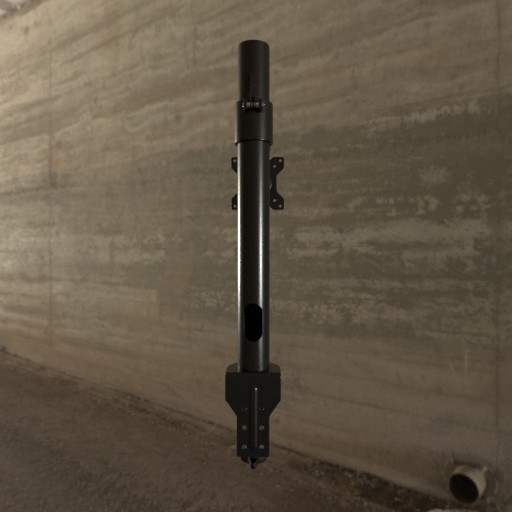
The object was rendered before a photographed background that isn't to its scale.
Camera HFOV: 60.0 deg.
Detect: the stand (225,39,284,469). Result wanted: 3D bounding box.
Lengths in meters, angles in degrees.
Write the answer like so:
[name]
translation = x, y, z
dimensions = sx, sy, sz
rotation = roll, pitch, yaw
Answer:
[stand]
translation = 0.000, 0.000, 0.735
dimensions = 0.115, 0.510, 0.456
rotation = 0, 0, 1
